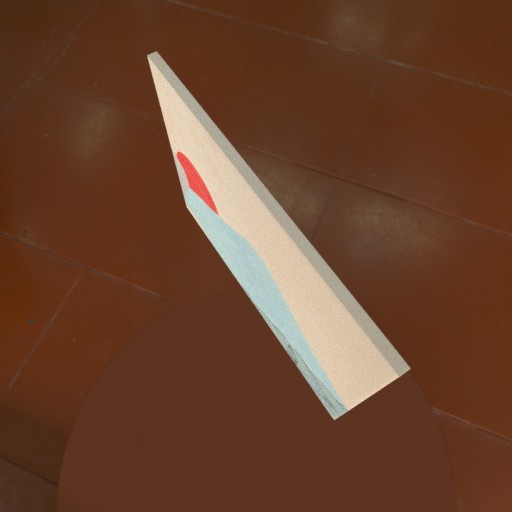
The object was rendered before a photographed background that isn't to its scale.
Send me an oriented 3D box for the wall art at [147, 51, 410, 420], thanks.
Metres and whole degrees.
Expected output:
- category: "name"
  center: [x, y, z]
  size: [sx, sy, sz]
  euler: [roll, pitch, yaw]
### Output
- category: "wall art"
  center: [0.000, 0.000, 1.621]
  size: [0.042, 0.912, 1.219]
  euler: [-31, 68, -14]
